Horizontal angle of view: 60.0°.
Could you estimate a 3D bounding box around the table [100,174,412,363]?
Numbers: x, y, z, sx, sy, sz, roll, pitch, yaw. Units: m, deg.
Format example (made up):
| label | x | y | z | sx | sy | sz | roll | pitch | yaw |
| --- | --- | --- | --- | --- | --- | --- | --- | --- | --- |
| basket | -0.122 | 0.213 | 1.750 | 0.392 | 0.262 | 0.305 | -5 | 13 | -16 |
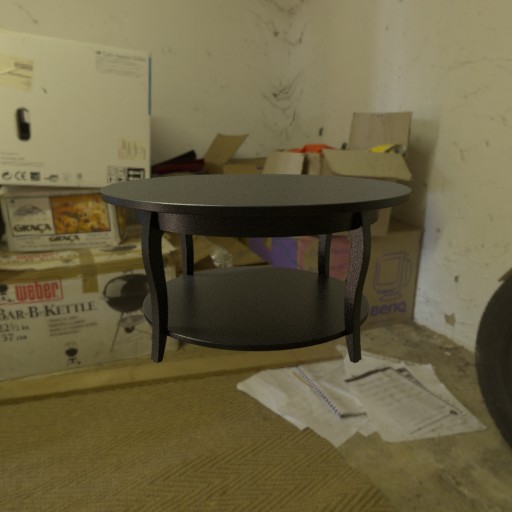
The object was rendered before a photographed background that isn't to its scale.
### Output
| label | x | y | z | sx | sy | sz | roll | pitch | yaw |
| --- | --- | --- | --- | --- | --- | --- | --- | --- | --- |
| table | 0.000 | 0.000 | 1.431 | 0.914 | 0.457 | 0.914 | 0 | 15 | 0 |
